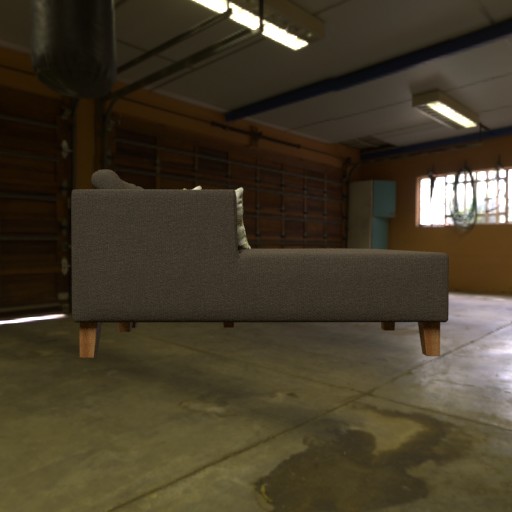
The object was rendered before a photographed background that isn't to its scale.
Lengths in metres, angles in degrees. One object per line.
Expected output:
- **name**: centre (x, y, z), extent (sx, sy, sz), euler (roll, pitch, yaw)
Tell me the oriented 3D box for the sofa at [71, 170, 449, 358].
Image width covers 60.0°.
- **sofa**: centre (0.000, 0.000, 3.434), extent (1.829, 0.932, 2.679), euler (0, 1, -1)
